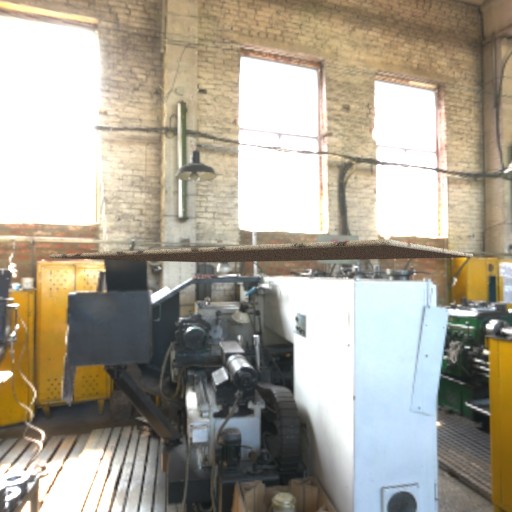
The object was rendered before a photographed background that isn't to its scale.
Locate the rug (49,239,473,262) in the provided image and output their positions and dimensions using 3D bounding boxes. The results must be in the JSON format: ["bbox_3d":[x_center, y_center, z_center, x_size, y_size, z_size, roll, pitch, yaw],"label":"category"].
[{"bbox_3d":[0.000,0.000,3.372,2.701,0.026,1.801,-2,-3,36],"label":"rug"}]
